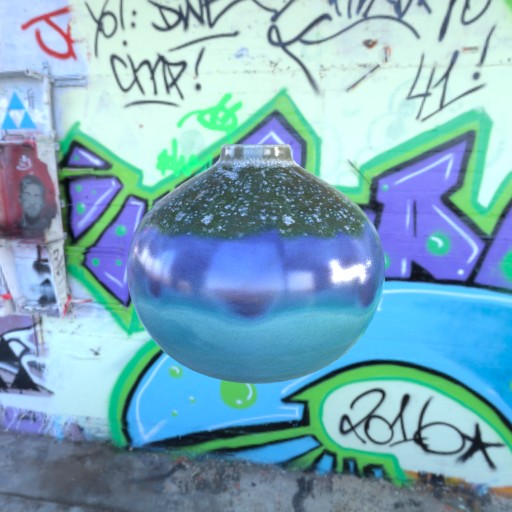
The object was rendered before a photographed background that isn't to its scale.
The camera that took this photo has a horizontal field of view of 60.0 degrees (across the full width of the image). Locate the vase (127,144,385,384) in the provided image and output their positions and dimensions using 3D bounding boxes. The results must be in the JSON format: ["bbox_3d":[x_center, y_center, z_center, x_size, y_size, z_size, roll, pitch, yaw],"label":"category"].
[{"bbox_3d":[0.000,0.000,0.273,0.154,0.133,0.154,0,14,0],"label":"vase"}]
